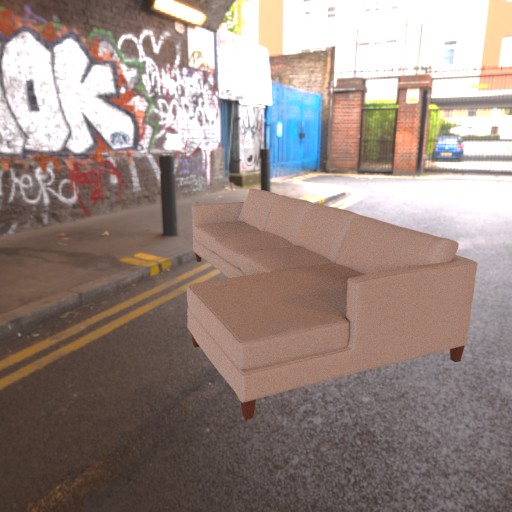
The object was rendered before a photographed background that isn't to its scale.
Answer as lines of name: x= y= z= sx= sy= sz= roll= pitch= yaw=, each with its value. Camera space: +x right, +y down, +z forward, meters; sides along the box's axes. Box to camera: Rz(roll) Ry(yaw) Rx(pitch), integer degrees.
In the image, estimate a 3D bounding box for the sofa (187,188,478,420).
sofa: x=0.000 y=0.000 z=3.892 sx=1.625 sy=0.861 sz=3.186 roll=-7 pitch=16 yaw=-23
